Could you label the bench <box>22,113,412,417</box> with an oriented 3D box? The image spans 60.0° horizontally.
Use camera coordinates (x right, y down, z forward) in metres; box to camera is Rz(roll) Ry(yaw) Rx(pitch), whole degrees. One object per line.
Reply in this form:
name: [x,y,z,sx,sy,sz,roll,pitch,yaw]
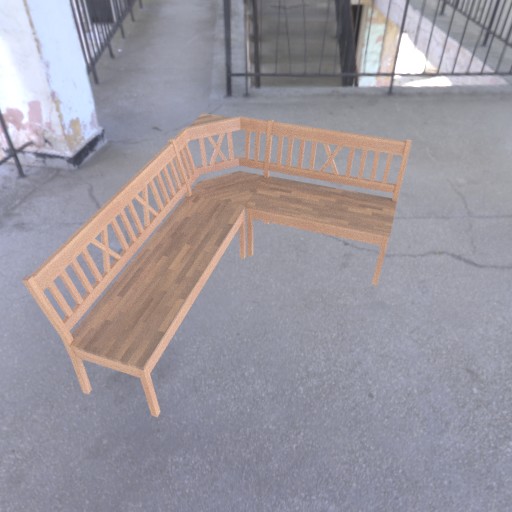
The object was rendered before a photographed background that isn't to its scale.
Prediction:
bench: [0.000,0.000,2.764,1.537,0.902,1.937,13,43,14]
